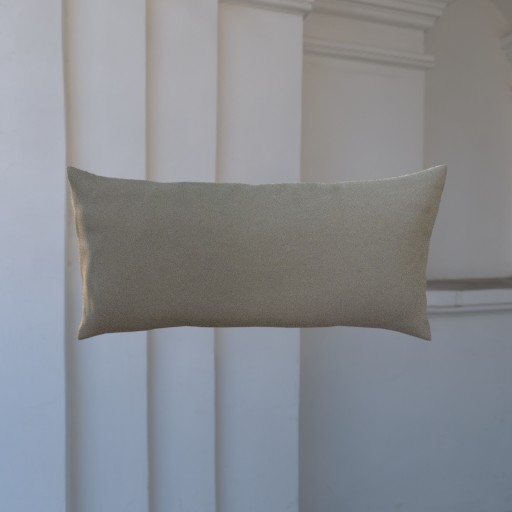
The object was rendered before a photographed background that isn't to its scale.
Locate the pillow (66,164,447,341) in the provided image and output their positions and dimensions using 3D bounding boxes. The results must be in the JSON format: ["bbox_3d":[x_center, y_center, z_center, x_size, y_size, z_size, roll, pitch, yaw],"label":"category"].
[{"bbox_3d":[0.000,0.000,0.735,0.608,0.292,0.156,0,1,-1],"label":"pillow"}]
